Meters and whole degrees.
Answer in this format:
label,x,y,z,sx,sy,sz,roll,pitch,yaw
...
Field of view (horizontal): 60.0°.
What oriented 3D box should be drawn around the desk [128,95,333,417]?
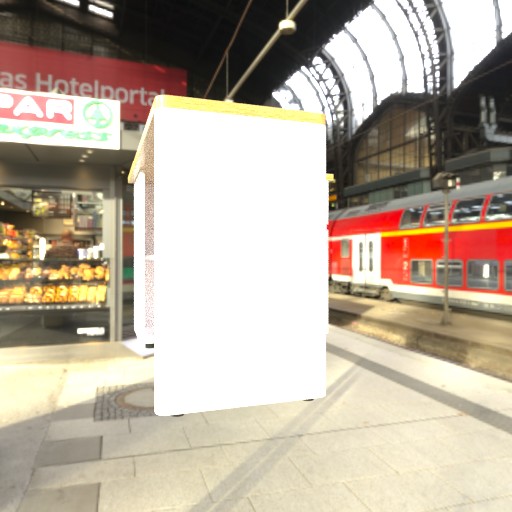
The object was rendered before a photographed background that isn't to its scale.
label,x,y,z,sx,sy,sz,roll,pitch,yaw
desk,0.000,0.000,1.733,0.900,0.760,1.170,0,0,-19
